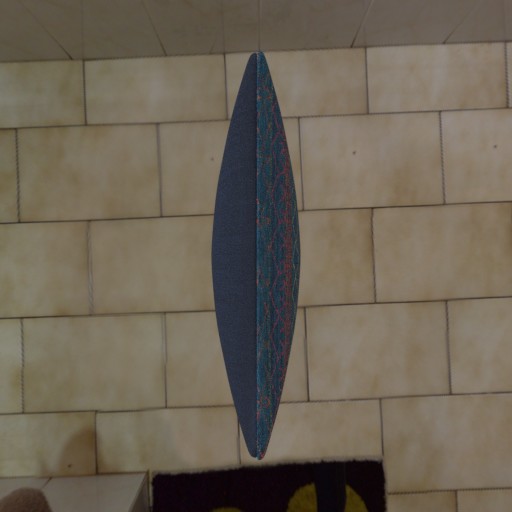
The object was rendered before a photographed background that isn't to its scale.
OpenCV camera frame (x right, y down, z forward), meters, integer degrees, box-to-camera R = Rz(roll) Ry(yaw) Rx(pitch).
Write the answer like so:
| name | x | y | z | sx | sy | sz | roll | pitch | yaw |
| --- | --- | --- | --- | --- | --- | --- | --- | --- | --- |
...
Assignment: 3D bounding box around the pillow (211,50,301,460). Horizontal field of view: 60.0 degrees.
| name | x | y | z | sx | sy | sz | roll | pitch | yaw |
| --- | --- | --- | --- | --- | --- | --- | --- | --- | --- |
| pillow | 0.000 | 0.000 | 0.669 | 0.141 | 0.431 | 0.431 | 0 | 89 | 0 |
